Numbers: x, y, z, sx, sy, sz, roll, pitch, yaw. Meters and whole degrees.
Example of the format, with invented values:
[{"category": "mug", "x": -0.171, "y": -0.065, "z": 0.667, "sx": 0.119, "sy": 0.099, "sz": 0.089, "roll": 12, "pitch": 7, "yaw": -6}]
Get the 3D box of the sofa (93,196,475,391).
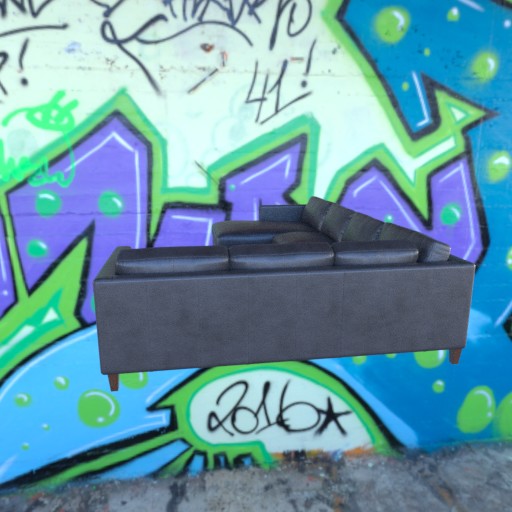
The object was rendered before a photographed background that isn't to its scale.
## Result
[{"category": "sofa", "x": 0.000, "y": 0.000, "z": 4.415, "sx": 2.452, "sy": 0.891, "sz": 3.324, "roll": -2, "pitch": 14, "yaw": -9}]
